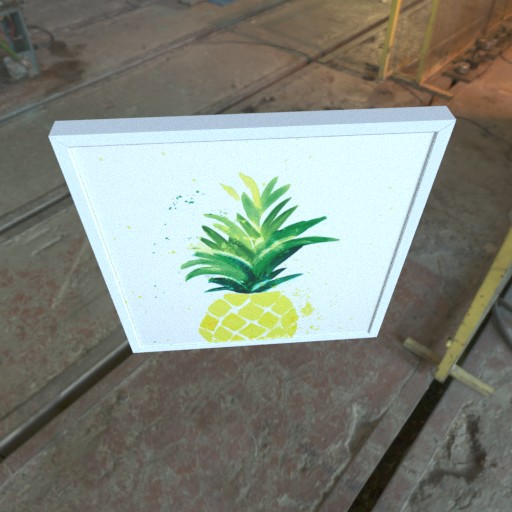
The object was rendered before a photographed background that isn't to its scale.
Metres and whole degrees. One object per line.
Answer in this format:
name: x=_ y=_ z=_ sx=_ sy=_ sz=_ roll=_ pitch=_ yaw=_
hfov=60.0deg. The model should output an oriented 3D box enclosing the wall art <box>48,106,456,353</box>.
wall art: x=0.000 y=0.000 z=0.749 sx=0.508 sy=0.507 sz=0.035 roll=-3 pitch=47 yaw=-3
